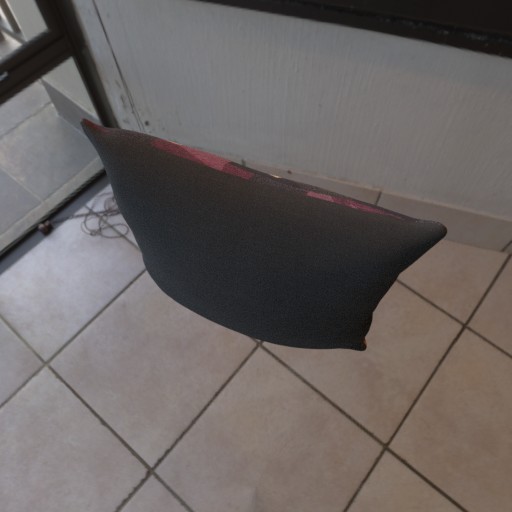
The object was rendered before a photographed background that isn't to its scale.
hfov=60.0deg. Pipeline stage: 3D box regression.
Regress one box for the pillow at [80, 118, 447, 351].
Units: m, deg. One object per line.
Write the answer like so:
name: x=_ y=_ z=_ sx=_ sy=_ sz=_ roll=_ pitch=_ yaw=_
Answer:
pillow: x=0.000 y=0.000 z=0.766 sx=0.503 sy=0.496 sz=0.208 roll=19 pitch=64 yaw=10
